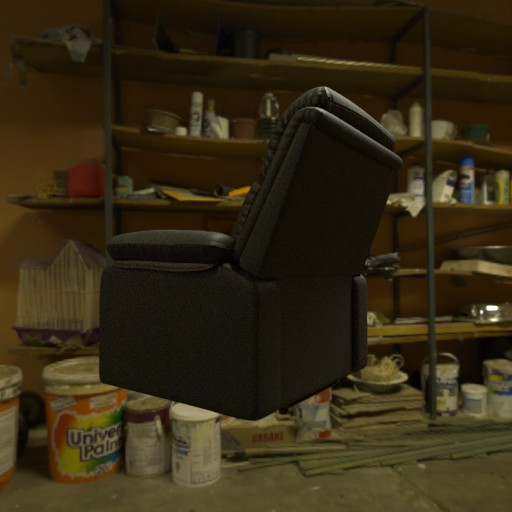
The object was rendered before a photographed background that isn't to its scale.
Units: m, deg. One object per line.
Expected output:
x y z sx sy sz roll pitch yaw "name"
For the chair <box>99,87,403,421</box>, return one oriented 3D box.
0.000 0.000 1.678 0.919 0.992 0.855 -1 -1 35 "chair"
